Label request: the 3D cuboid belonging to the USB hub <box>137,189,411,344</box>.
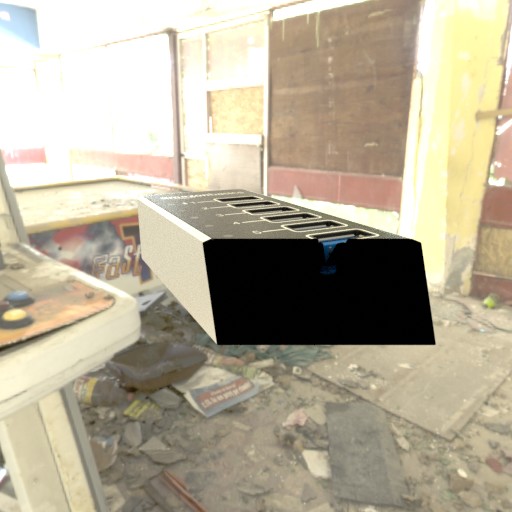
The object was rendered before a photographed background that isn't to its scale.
[{"bbox_3d":[0.000,0.000,0.127,0.044,0.023,0.110,-8,18,-25],"label":"USB hub"}]
